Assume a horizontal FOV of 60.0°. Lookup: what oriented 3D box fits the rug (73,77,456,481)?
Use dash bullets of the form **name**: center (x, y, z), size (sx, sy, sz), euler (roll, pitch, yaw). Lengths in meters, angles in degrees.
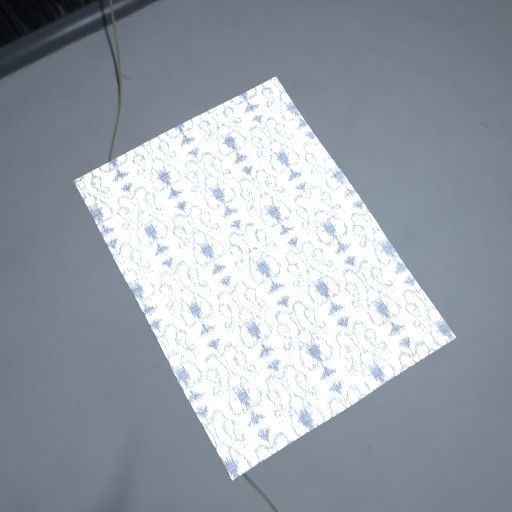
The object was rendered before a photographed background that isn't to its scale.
- **rug**: center (0.000, 0.000, 2.996), size (1.676, 0.013, 2.261), euler (-30, 78, -7)
